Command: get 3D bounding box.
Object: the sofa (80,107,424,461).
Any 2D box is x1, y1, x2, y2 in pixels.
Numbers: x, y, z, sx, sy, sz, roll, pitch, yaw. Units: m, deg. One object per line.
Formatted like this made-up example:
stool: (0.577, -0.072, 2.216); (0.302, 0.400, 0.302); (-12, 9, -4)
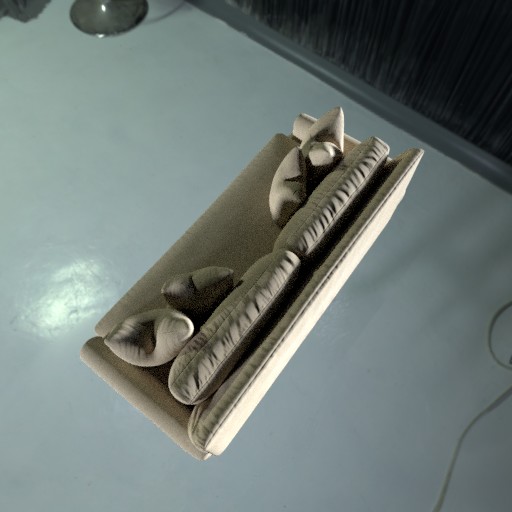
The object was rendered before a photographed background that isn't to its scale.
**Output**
sofa: (0.000, 0.000, 2.855); (1.067, 0.904, 2.285); (34, 68, 15)
